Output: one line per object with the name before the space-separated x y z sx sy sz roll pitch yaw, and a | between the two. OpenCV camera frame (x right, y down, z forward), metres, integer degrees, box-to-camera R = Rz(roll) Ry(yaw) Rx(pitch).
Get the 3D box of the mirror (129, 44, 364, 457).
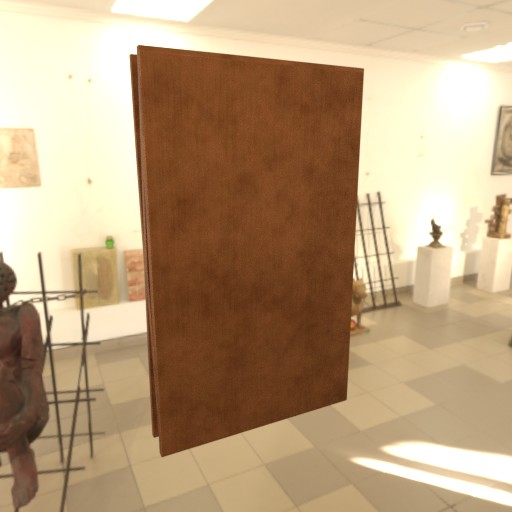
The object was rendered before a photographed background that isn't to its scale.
mirror | 0.000 0.000 0.941 0.468 0.768 0.082 -7 15 -26
